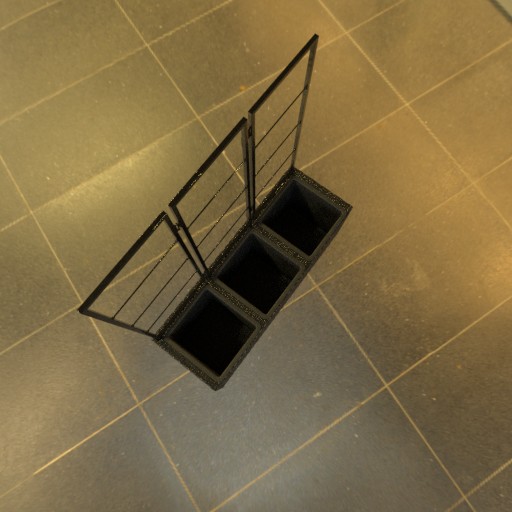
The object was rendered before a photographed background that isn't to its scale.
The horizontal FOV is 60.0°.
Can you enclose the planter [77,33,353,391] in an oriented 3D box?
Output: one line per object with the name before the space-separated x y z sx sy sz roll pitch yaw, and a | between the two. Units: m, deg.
planter | 0.000 0.000 1.170 0.244 0.841 0.698 36 78 9
